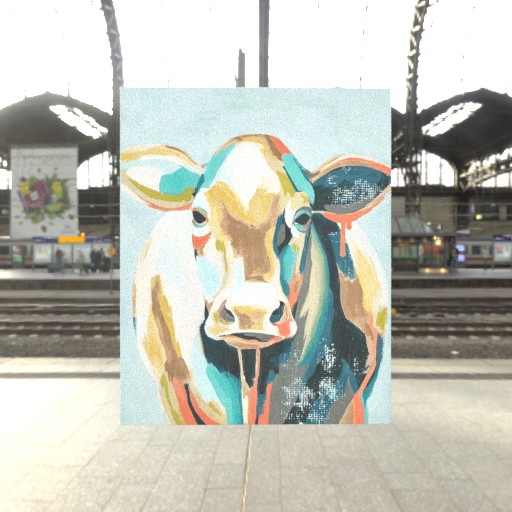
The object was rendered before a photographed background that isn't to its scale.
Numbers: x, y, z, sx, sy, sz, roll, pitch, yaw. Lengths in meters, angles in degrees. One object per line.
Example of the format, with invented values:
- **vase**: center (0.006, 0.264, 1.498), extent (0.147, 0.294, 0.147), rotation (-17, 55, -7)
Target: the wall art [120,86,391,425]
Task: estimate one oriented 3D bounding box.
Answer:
- **wall art**: center (0.000, 0.000, 0.686), extent (0.409, 0.509, 0.037), rotation (0, 0, -1)
